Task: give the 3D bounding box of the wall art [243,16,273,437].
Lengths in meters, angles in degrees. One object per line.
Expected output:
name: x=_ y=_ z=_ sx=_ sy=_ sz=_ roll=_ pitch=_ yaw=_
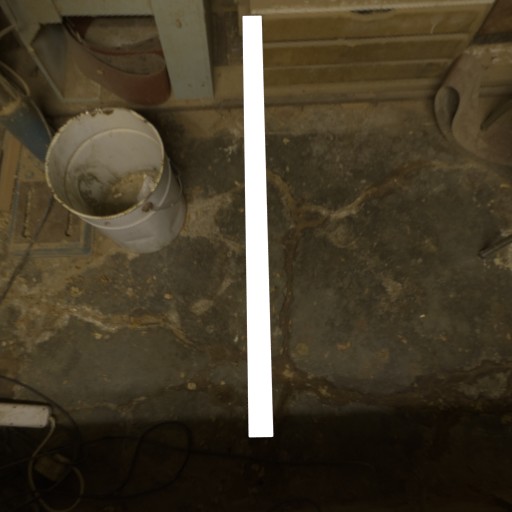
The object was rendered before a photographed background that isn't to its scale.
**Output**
wall art: x=0.000 y=0.000 z=1.128 sx=0.036 sy=0.760 sz=0.760 roll=-1 pitch=75 yaw=0
